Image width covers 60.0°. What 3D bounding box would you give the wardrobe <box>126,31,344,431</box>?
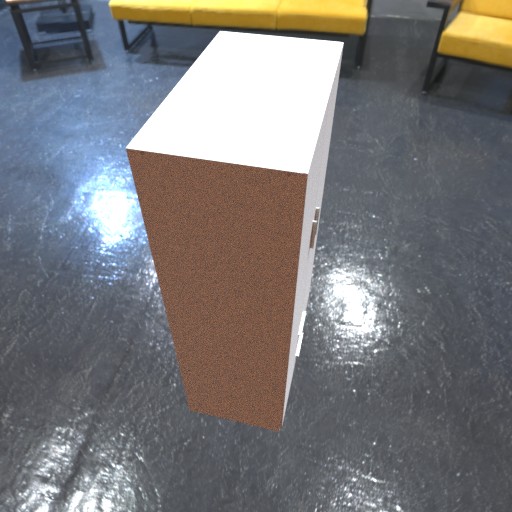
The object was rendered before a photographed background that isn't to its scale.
[{"bbox_3d":[0.000,0.000,2.285,0.577,1.808,0.991,10,47,9],"label":"wardrobe"}]
